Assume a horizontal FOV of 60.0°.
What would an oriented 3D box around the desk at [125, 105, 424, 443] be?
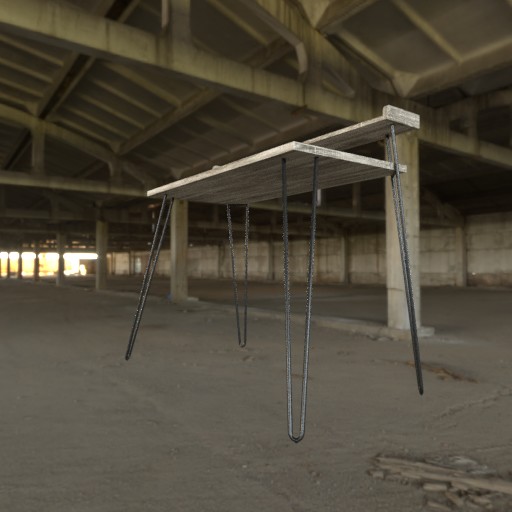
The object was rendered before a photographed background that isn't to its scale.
[{"bbox_3d":[0.000,0.000,1.664,0.605,0.899,1.135,1,-1,-36],"label":"desk"}]
